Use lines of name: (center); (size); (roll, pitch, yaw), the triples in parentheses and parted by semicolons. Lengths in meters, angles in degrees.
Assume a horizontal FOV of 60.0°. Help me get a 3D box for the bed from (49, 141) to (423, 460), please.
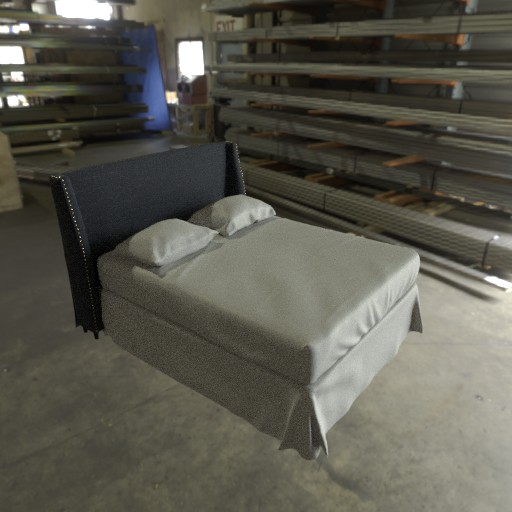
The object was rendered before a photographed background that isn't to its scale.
bed: (0.000, 0.000, 3.438); (2.276, 1.332, 1.925); (17, 29, 34)
